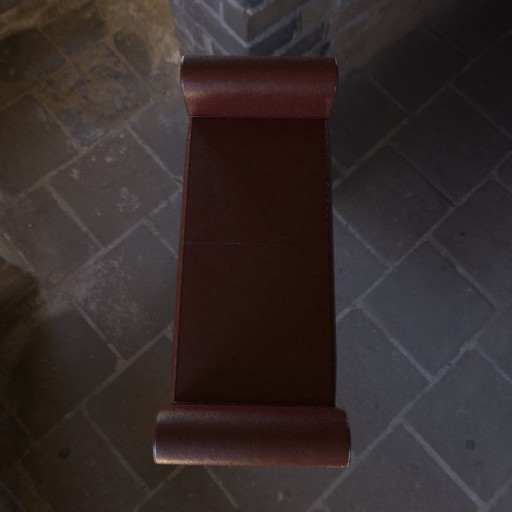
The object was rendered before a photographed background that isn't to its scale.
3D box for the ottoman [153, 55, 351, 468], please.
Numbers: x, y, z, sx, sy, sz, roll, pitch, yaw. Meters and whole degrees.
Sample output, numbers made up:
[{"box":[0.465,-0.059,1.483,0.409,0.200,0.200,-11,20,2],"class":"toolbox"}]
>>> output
[{"box":[0.000,0.000,1.530,0.521,0.547,1.256,1,75,0],"class":"ottoman"}]
